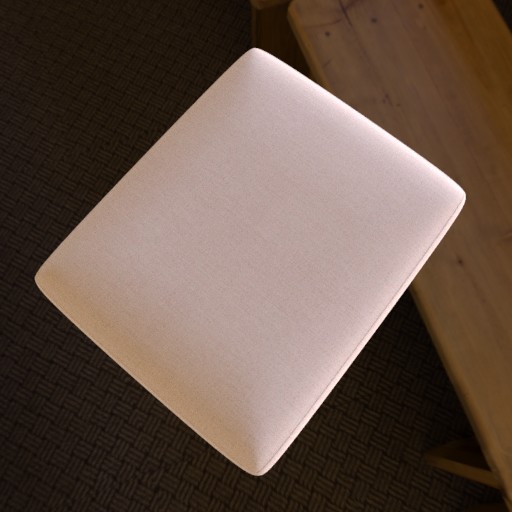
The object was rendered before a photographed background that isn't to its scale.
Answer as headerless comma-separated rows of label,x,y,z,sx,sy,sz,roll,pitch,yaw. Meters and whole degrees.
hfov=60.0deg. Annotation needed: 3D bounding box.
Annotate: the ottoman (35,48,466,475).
ottoman,0.000,0.000,1.149,0.657,0.453,0.794,38,79,9
